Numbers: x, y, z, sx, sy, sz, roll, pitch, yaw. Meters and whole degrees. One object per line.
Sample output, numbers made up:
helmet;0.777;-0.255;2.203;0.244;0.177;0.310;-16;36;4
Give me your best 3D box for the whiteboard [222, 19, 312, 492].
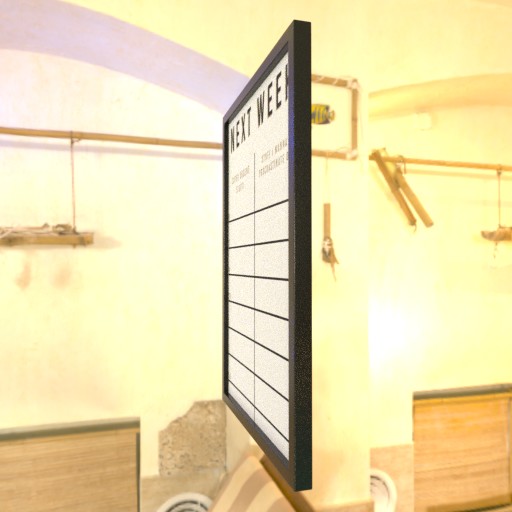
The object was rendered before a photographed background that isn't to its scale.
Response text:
whiteboard;0.000;0.000;0.768;0.026;0.611;0.406;0;-1;-17
